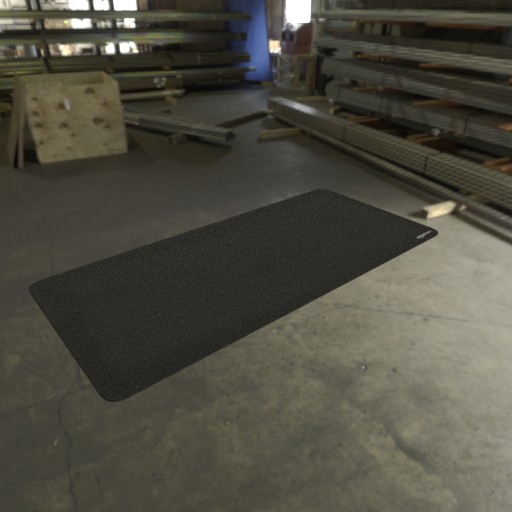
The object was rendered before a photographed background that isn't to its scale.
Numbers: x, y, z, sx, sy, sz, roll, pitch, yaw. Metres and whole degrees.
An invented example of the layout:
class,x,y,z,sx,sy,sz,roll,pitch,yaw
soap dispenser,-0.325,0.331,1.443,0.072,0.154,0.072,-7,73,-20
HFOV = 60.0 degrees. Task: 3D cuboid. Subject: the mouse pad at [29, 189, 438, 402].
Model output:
class,x,y,z,sx,sy,sz,roll,pitch,yaw
mouse pad,0.000,0.000,1.038,0.907,0.003,0.424,-22,36,-34
